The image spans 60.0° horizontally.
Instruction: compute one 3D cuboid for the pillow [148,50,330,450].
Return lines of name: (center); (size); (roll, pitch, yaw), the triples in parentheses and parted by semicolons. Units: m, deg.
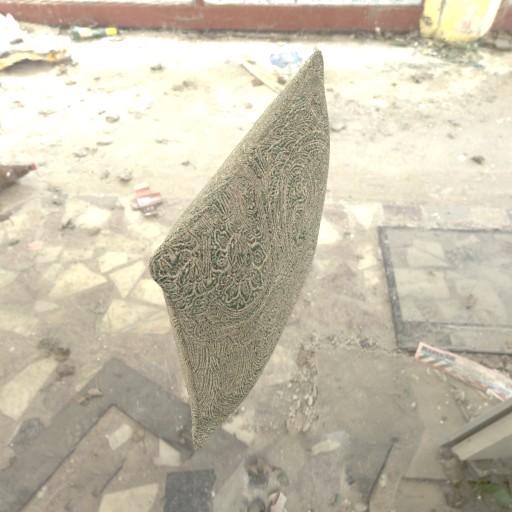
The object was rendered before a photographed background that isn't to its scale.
pillow: (0.000, 0.000, 0.766); (0.166, 0.507, 0.526); (18, 50, 15)
